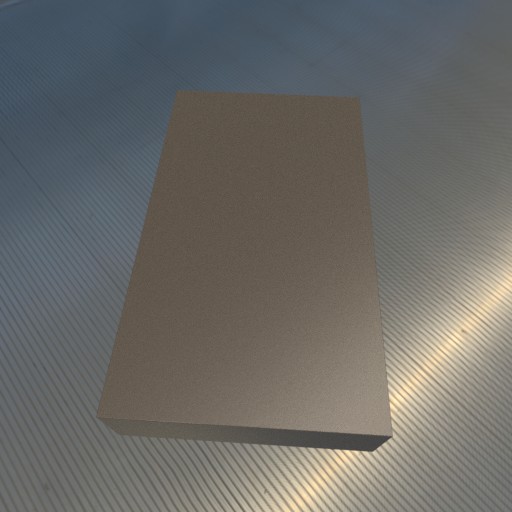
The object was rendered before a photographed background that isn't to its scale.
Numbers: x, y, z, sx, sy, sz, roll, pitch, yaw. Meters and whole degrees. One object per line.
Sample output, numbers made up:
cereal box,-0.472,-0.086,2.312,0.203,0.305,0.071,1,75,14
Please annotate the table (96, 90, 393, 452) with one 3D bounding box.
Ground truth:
table,0.000,0.000,1.519,0.703,0.404,1.201,3,57,2
